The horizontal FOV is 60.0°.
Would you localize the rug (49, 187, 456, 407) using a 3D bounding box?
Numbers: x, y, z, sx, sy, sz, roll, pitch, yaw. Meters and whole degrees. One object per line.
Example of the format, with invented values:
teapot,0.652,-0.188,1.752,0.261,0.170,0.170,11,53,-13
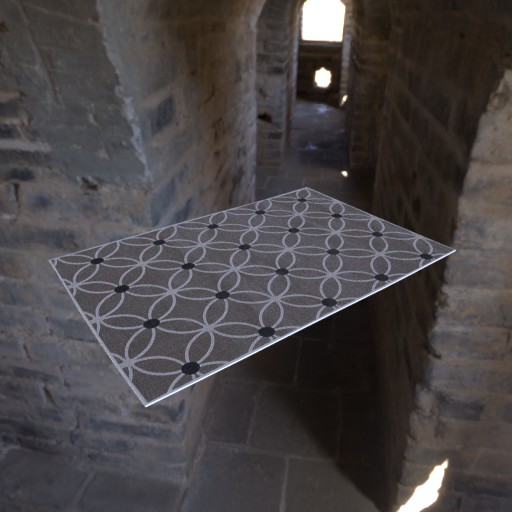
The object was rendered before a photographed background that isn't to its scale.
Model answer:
rug,0.000,0.000,2.959,2.284,0.008,1.522,-20,35,-31
